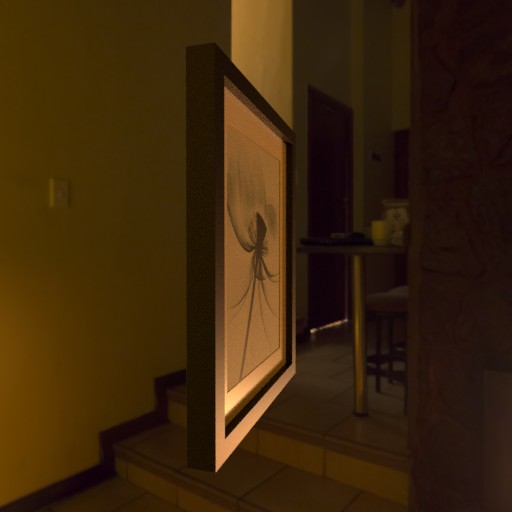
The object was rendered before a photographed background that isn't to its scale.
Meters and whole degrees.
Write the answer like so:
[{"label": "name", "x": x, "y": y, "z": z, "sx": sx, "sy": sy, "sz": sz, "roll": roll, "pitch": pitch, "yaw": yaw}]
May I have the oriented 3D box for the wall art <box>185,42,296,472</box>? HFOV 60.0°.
[{"label": "wall art", "x": 0.000, "y": 0.000, "z": 0.554, "sx": 0.029, "sy": 0.381, "sz": 0.330, "roll": 0, "pitch": 1, "yaw": 17}]
